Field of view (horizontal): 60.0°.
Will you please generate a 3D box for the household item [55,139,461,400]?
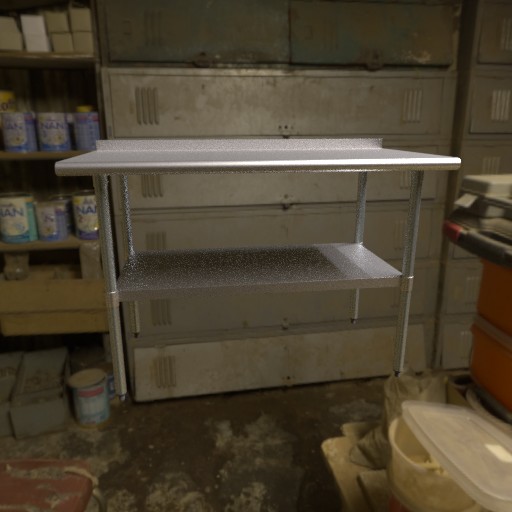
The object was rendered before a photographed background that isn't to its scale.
[{"bbox_3d":[0.000,0.000,1.709,1.219,0.851,0.610,-2,17,-8],"label":"household item"}]
